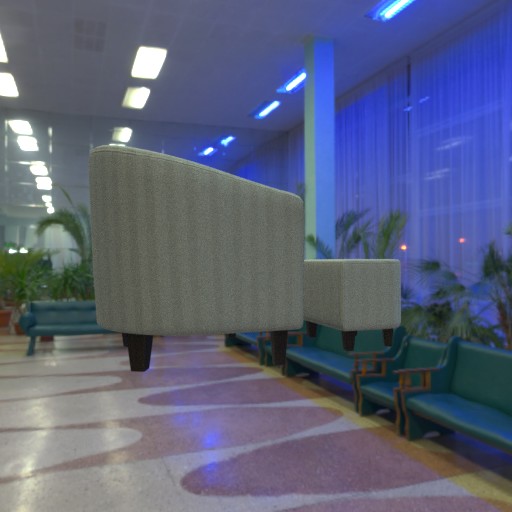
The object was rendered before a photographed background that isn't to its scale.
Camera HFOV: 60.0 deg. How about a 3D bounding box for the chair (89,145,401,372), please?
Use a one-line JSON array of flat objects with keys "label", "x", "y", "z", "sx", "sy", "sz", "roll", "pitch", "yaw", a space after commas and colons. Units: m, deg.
[{"label": "chair", "x": 0.000, "y": 0.000, "z": 1.819, "sx": 1.288, "sy": 0.757, "sz": 0.756, "roll": 0, "pitch": -1, "yaw": -20}]
